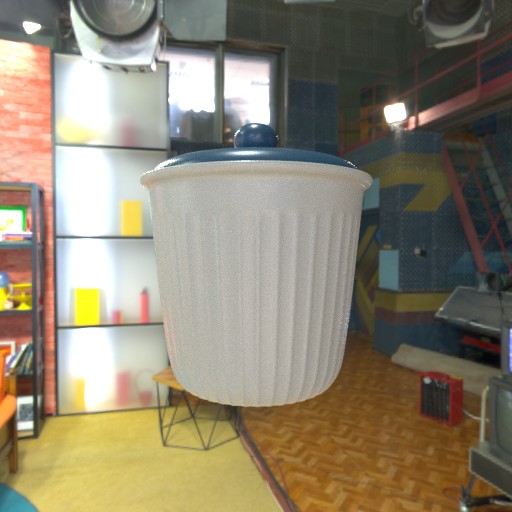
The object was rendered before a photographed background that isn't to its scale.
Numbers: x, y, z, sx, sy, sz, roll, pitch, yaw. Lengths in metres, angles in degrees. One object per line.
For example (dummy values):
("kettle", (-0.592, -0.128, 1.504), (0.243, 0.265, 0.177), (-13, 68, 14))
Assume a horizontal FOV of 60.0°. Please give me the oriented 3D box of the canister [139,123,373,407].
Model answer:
("canister", (0.000, 0.000, 0.356), (0.181, 0.211, 0.181), (0, 1, 0))
